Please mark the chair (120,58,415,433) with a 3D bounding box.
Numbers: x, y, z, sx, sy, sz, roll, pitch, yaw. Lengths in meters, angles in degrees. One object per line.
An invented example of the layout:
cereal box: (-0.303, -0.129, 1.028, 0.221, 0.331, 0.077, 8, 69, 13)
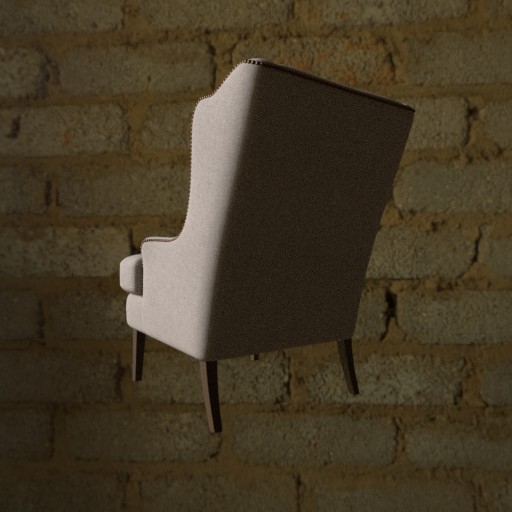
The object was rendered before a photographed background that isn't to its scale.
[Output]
chair: (0.000, 0.000, 1.653, 0.737, 1.029, 0.940, 0, 1, -36)
